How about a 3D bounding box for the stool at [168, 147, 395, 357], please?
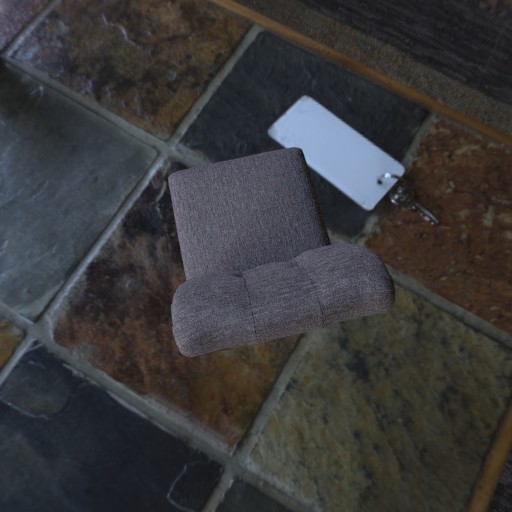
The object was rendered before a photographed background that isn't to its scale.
[{"bbox_3d":[0.000,0.000,1.448,0.452,1.131,0.613,-13,76,-3],"label":"stool"}]
